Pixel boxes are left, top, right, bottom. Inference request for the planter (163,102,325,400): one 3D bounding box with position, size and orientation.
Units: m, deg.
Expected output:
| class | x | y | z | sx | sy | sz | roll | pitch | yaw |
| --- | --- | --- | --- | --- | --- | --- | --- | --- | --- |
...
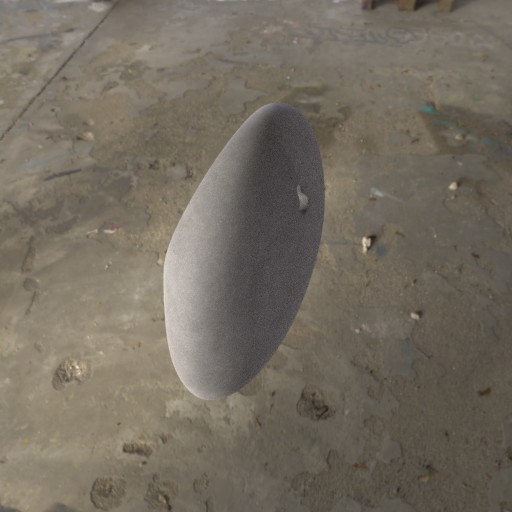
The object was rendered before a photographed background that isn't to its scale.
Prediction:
| class | x | y | z | sx | sy | sz | roll | pitch | yaw |
| --- | --- | --- | --- | --- | --- | --- | --- | --- | --- |
| planter | 0.000 | 0.000 | 0.287 | 0.071 | 0.188 | 0.185 | 17 | 48 | 16 |
